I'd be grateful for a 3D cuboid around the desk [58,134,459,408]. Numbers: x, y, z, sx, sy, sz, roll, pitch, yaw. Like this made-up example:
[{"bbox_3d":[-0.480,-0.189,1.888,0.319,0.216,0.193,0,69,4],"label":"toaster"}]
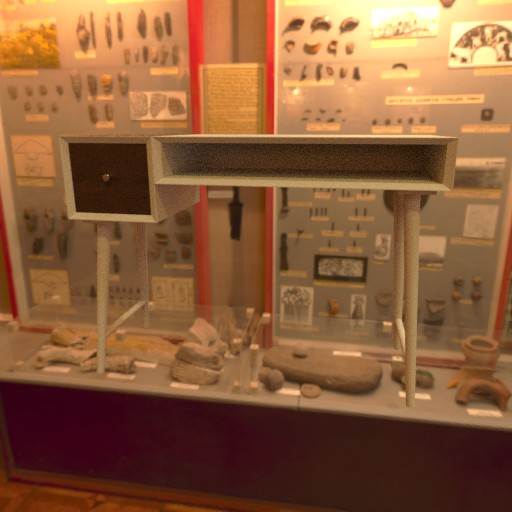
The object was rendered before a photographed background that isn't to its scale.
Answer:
[{"bbox_3d":[0.000,0.000,1.450,1.069,0.761,0.409,3,16,11],"label":"desk"}]
